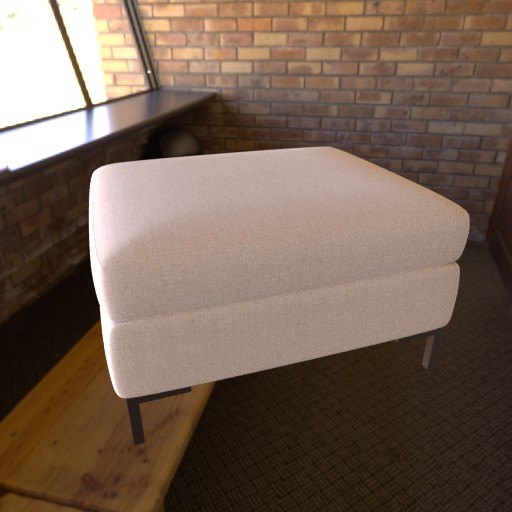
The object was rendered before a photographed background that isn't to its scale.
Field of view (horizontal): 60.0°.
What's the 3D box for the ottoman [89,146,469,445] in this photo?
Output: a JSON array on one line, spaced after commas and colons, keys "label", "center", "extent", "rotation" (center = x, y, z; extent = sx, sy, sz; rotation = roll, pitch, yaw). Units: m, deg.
[{"label": "ottoman", "center": [0.000, 0.000, 1.175], "extent": [0.794, 0.453, 0.657], "rotation": [-9, 28, -17]}]
